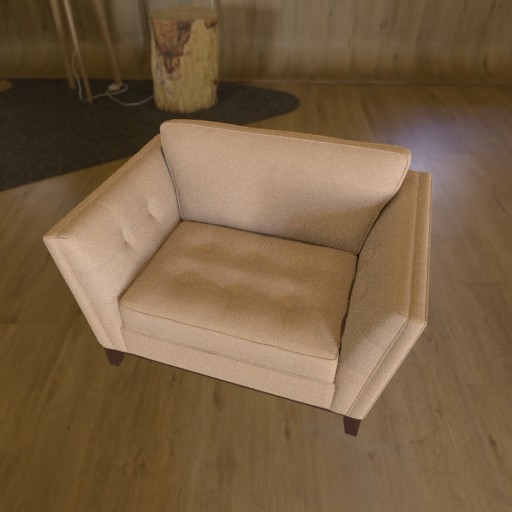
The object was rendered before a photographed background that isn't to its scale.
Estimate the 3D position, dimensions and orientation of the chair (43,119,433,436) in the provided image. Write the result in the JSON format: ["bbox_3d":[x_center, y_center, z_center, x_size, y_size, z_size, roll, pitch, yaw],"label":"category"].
[{"bbox_3d":[0.000,0.000,2.040,1.397,0.940,0.965,12,42,14],"label":"chair"}]
